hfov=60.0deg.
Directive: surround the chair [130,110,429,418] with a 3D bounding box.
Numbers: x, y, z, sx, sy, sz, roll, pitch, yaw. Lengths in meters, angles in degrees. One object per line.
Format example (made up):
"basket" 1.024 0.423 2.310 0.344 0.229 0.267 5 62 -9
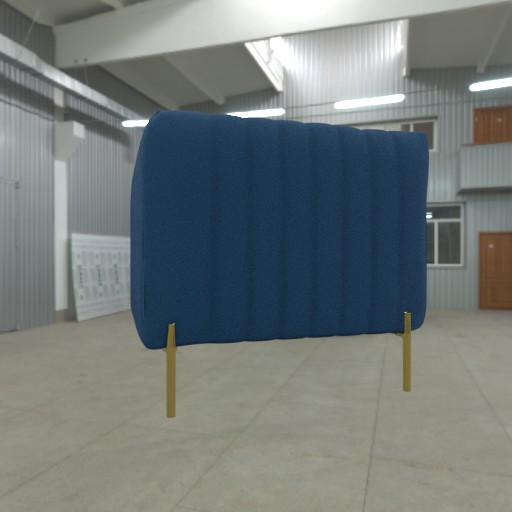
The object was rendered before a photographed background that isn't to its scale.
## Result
"chair" 0.000 0.000 1.636 0.877 0.793 0.947 0 0 -18
